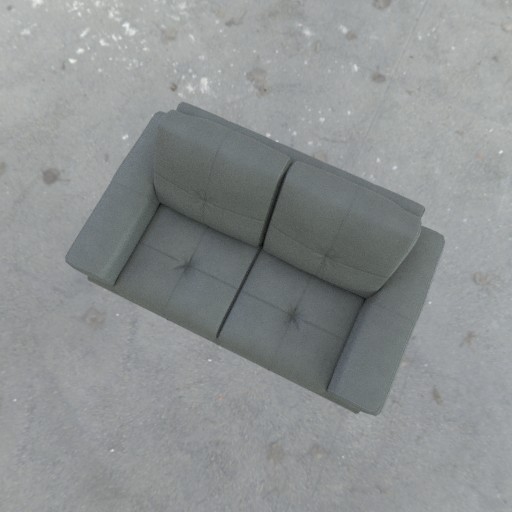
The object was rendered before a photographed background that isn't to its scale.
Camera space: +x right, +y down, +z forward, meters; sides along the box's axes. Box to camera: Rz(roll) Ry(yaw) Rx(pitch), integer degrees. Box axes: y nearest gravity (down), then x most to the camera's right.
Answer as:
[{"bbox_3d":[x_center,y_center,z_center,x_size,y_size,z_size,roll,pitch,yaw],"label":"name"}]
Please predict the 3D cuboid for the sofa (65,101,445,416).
[{"bbox_3d":[0.000,0.000,2.400,1.806,0.907,1.018,25,77,6],"label":"sofa"}]
